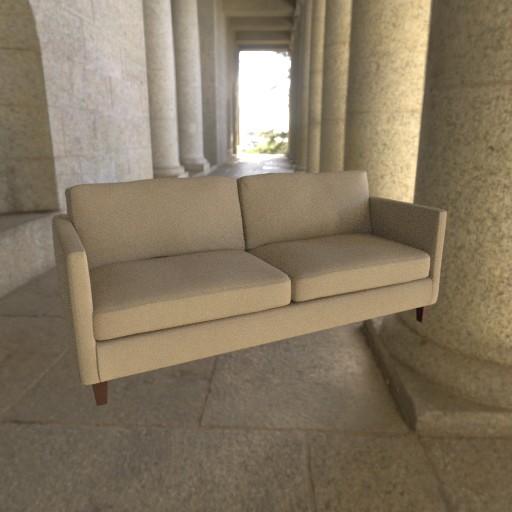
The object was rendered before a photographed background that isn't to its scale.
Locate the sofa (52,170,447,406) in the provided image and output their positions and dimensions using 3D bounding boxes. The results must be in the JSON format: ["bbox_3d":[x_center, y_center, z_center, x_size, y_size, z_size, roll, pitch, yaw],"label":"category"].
[{"bbox_3d":[0.000,0.000,2.675,2.181,0.932,0.948,-8,18,-26],"label":"sofa"}]
